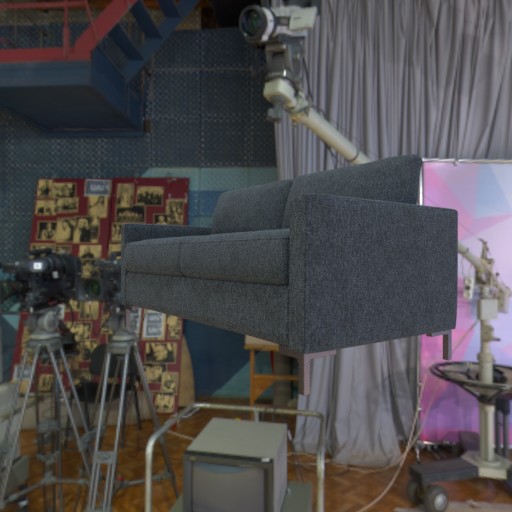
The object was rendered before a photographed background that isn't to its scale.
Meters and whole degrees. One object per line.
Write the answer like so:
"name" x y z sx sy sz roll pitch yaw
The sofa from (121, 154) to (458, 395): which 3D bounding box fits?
"sofa" 0.000 0.000 2.264 0.866 0.862 1.716 0 0 -36
